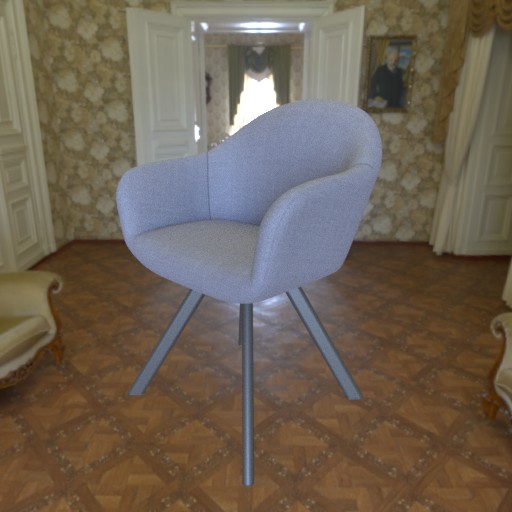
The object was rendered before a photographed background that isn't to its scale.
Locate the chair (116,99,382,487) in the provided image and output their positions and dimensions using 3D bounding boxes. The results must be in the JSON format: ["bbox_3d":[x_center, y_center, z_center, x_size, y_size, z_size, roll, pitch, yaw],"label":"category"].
[{"bbox_3d":[0.000,0.000,1.167,0.590,0.795,0.550,16,23,42],"label":"chair"}]
